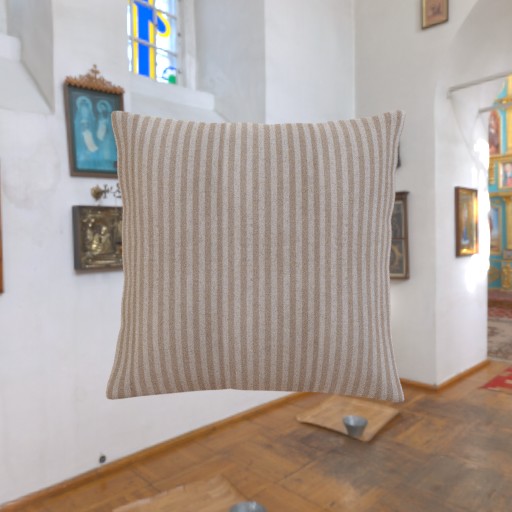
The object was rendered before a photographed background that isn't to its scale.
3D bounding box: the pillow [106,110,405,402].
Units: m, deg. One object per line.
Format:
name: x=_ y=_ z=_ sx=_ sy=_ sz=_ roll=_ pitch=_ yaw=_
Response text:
pillow: x=0.000 y=0.000 z=0.777 sx=0.523 sy=0.510 sz=0.166 roll=0 pitch=1 yaw=0
